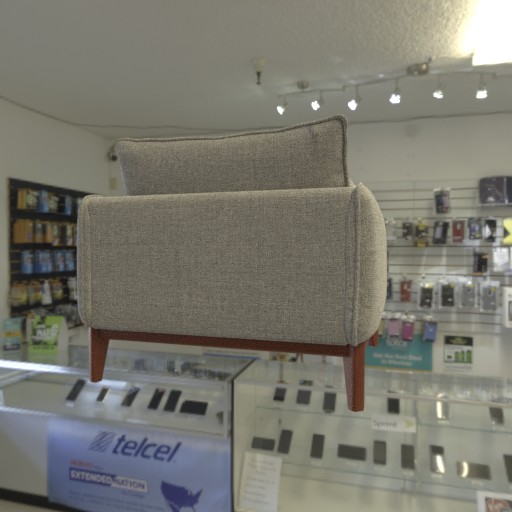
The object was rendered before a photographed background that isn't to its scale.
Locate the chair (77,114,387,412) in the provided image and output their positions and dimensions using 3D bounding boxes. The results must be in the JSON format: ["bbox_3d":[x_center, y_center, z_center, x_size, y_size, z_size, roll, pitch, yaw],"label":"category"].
[{"bbox_3d":[0.000,0.000,1.758,0.993,0.839,0.976,0,1,18],"label":"chair"}]
